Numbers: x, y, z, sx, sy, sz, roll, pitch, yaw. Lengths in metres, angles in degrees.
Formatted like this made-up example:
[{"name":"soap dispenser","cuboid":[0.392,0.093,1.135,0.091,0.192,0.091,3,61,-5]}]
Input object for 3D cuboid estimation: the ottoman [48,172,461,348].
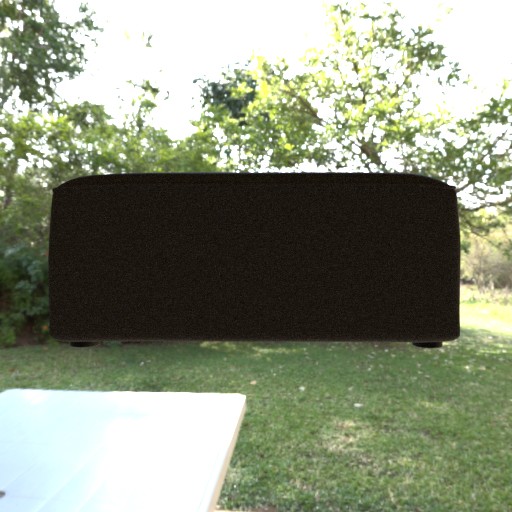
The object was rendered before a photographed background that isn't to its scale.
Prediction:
[{"name":"ottoman","cuboid":[0.000,0.000,1.566,1.015,0.464,1.005,0,-1,1]}]
